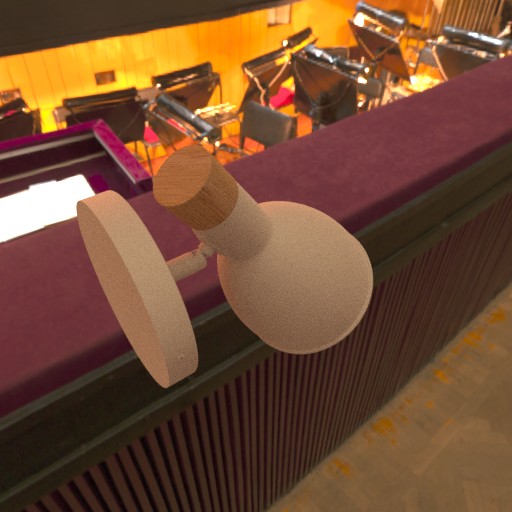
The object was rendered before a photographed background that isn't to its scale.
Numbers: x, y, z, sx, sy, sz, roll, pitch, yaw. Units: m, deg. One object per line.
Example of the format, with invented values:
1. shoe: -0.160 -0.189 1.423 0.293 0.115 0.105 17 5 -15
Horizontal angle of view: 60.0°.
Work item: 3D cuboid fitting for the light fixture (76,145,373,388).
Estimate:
1. light fixture: 0.000 0.000 0.333 0.209 0.199 0.127 -25 47 -26
